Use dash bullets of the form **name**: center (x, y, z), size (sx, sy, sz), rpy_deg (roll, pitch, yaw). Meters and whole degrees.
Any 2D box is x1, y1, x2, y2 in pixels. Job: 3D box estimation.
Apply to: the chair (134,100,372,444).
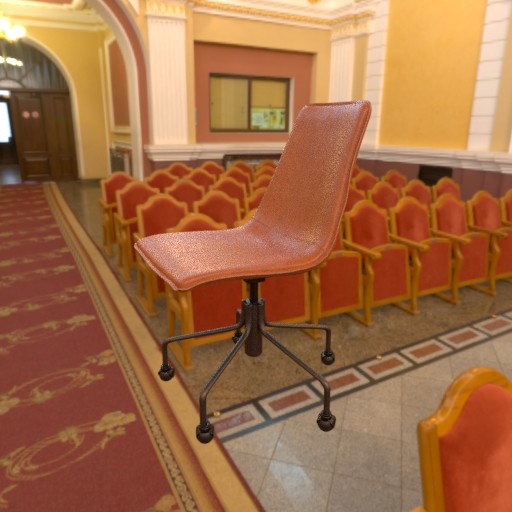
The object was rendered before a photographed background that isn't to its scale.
- **chair**: center (0.000, 0.000, 1.380), size (0.660, 0.920, 0.651), rpy_deg (-8, 18, -26)
